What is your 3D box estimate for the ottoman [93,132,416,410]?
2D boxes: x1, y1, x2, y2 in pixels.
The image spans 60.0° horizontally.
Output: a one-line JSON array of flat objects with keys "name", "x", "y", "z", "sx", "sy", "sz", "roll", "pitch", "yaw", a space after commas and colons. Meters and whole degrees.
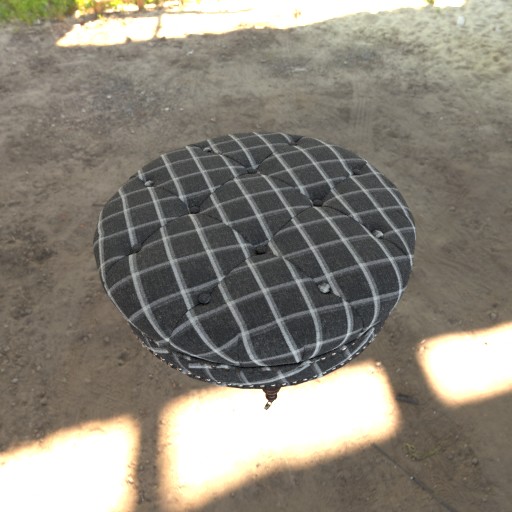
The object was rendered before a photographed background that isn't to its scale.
[{"name": "ottoman", "x": 0.000, "y": 0.000, "z": 1.365, "sx": 0.901, "sy": 0.439, "sz": 0.901, "roll": 0, "pitch": 45, "yaw": 0}]
